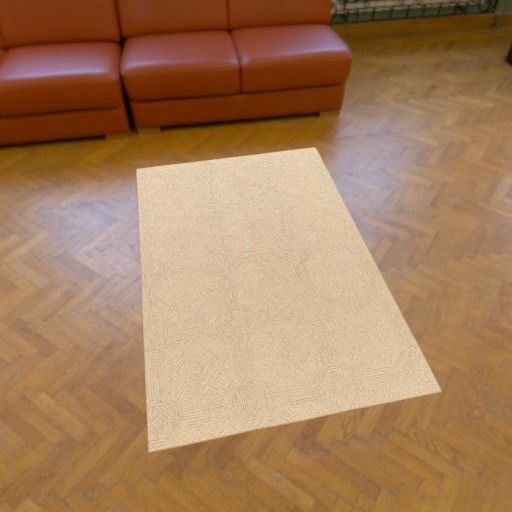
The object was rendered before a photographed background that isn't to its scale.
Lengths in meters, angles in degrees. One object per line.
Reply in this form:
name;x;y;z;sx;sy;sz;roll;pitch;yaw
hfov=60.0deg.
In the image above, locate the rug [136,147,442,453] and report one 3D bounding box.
rug;0.000;0.000;2.393;1.236;0.009;1.839;-9;48;-8
